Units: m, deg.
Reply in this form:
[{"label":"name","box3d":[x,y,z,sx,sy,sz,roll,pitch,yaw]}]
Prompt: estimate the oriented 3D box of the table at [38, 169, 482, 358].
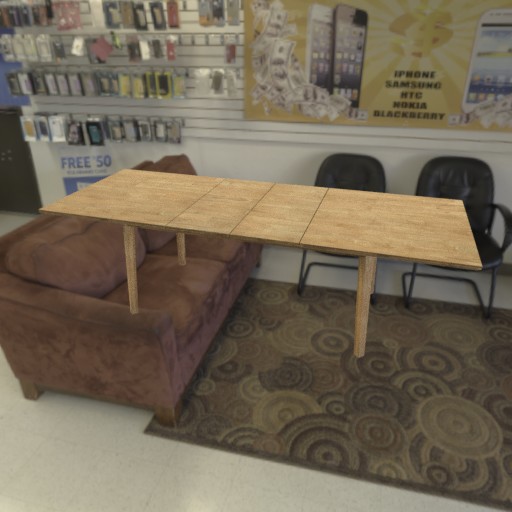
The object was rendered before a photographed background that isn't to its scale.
[{"label":"table","box3d":[0.000,0.000,3.081,2.603,0.752,1.000,8,28,16]}]
